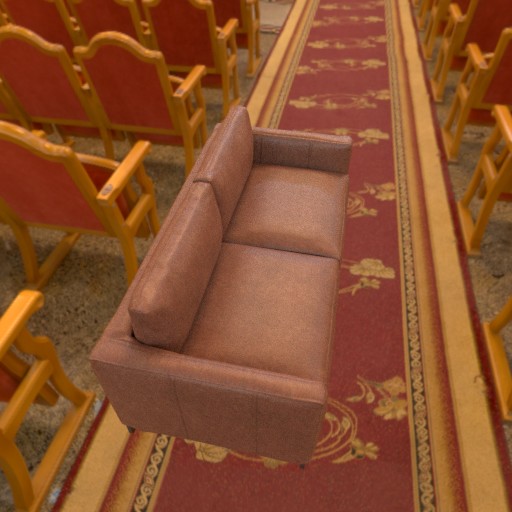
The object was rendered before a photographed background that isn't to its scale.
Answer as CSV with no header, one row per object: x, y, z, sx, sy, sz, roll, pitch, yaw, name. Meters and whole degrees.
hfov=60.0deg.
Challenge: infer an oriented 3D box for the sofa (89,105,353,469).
0.000,0.000,2.301,0.899,0.883,1.797,8,46,8,sofa
